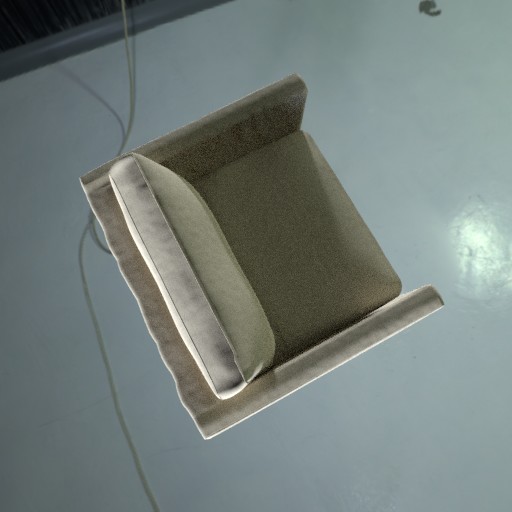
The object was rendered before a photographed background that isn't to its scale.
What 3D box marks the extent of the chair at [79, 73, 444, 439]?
[{"bbox_3d":[0.000,0.000,1.804,0.949,0.867,1.057,-28,78,-6],"label":"chair"}]
